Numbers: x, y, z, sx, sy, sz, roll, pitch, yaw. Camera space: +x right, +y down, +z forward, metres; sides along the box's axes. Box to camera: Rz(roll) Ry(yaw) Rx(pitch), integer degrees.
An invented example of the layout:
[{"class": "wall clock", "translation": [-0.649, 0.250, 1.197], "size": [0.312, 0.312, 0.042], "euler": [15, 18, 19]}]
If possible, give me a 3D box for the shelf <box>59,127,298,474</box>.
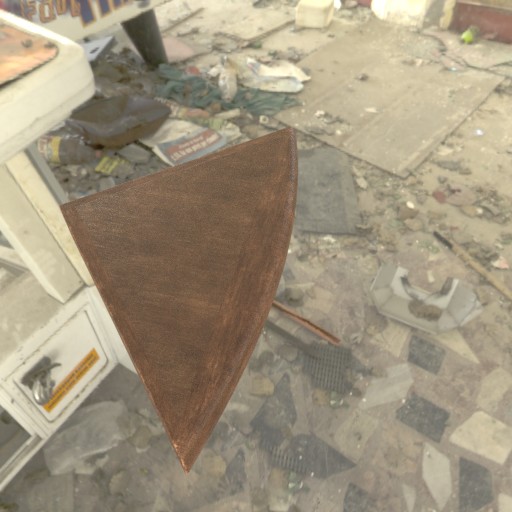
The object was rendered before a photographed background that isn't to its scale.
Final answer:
[{"class": "shelf", "translation": [0.000, 0.000, 0.462], "size": [0.310, 0.050, 0.310], "euler": [-24, 52, -20]}]
